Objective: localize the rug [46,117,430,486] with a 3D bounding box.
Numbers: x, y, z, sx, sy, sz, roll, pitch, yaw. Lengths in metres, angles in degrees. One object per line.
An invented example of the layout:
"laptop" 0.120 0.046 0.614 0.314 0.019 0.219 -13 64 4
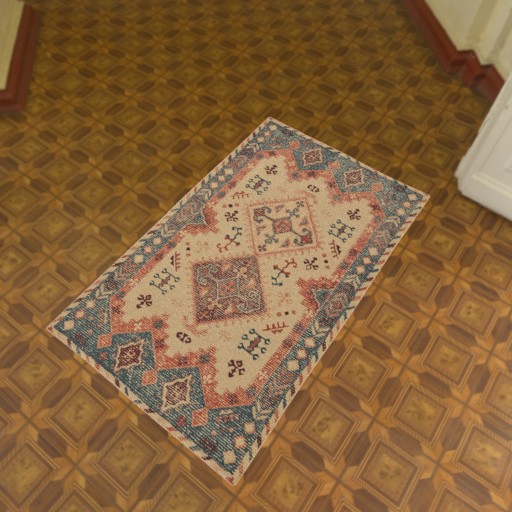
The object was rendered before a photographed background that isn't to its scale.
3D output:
"rug" 0.000 0.000 3.105 1.521 0.023 2.464 32 63 18
